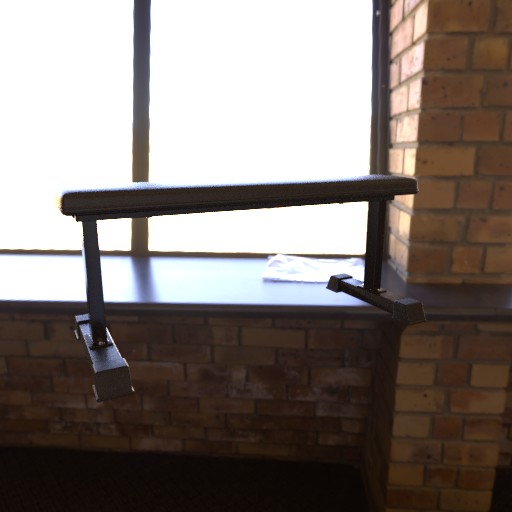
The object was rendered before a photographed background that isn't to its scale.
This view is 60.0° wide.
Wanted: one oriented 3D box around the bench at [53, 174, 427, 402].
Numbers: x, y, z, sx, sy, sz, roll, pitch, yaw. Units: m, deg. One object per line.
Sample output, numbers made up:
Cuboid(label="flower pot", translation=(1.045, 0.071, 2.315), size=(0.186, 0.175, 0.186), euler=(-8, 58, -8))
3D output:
Cuboid(label="bench", translation=(0.000, 0.000, 1.333), size=(1.072, 0.453, 0.439), euler=(-7, 15, -27))
